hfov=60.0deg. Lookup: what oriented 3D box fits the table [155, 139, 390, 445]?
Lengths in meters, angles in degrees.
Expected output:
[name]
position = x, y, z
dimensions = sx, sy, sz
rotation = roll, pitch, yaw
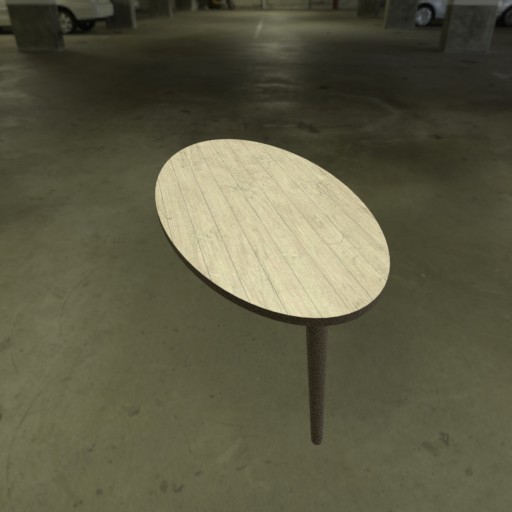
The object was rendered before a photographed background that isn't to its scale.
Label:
[table]
position = 0.000, 0.000, 1.325
dimensions = 0.542, 0.390, 1.083
rotation = -8, 32, -13
